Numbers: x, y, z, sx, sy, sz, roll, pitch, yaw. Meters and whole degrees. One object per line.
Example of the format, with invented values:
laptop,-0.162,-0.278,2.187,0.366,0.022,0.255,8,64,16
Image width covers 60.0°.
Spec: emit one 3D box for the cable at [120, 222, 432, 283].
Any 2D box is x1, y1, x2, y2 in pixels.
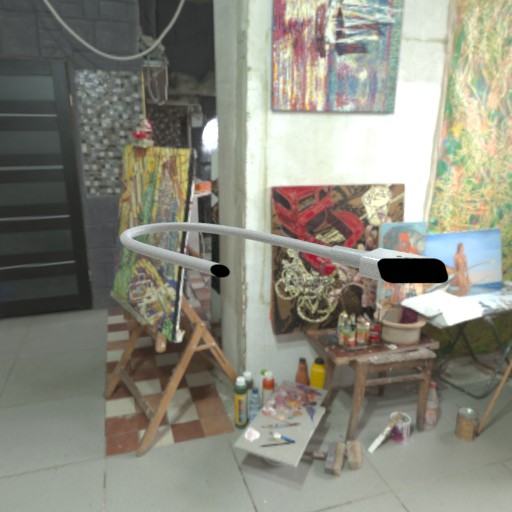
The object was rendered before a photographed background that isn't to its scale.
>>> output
cable,0.000,0.000,0.112,0.098,0.006,0.040,14,21,41
